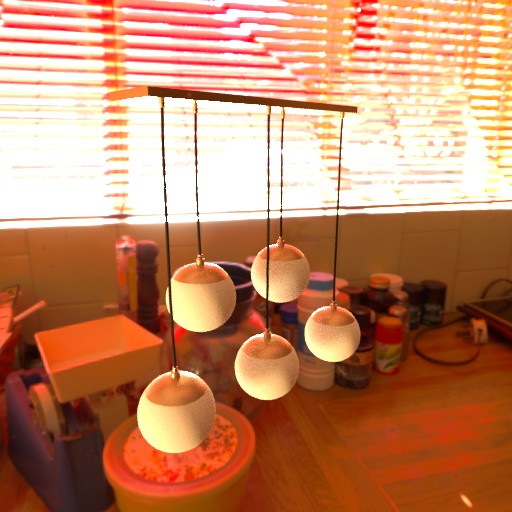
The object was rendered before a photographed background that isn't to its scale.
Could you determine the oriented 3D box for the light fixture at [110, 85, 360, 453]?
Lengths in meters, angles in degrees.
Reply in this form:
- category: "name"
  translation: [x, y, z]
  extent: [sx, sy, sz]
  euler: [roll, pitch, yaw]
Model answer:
- category: "light fixture"
  translation: [0.000, 0.000, 1.308]
  extent: [0.863, 0.869, 0.299]
  euler: [-14, 20, -43]
